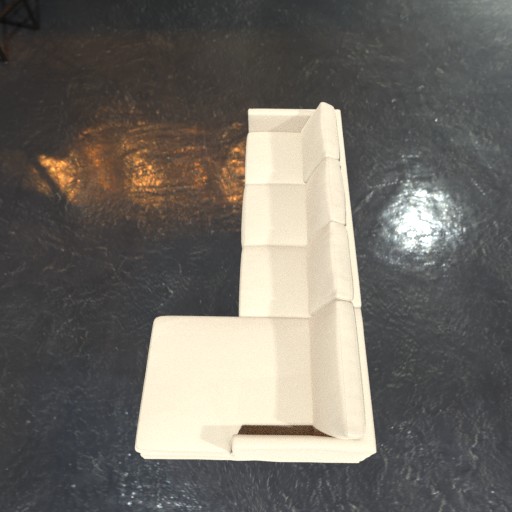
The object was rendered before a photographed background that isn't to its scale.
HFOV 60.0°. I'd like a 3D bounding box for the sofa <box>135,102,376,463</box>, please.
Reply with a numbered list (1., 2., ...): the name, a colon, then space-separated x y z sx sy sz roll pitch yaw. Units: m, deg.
1. sofa: 0.000 0.000 3.839 1.625 0.861 3.186 1 59 1
